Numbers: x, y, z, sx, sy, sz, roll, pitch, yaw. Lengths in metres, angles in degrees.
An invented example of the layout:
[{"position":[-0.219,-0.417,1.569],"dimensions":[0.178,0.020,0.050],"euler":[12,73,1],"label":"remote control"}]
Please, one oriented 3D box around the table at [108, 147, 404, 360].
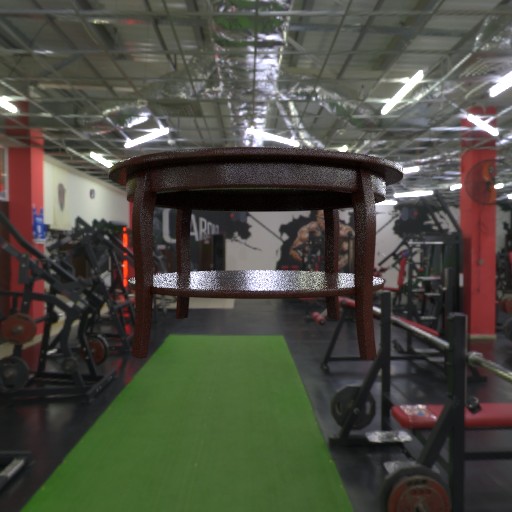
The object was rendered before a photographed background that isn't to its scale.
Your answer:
[{"position":[0.000,0.000,1.447],"dimensions":[0.911,0.512,0.911],"euler":[0,2,0],"label":"table"}]
